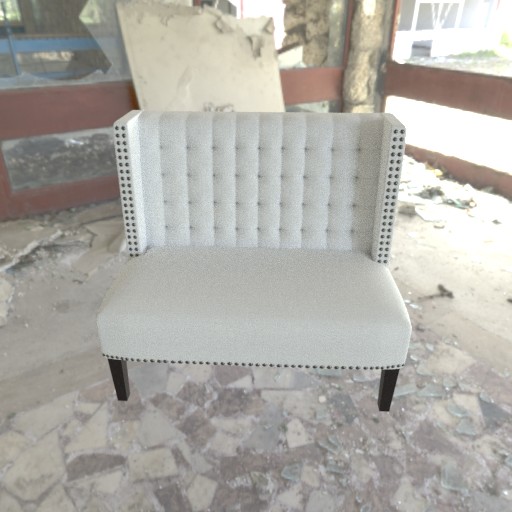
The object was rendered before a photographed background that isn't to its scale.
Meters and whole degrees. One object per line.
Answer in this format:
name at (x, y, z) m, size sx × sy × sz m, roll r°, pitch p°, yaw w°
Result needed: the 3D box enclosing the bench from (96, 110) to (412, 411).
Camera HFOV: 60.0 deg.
bench at (0.000, 0.000, 2.028) m, size 1.280 × 1.123 × 0.847 m, roll 1°, pitch 29°, yaw 3°
